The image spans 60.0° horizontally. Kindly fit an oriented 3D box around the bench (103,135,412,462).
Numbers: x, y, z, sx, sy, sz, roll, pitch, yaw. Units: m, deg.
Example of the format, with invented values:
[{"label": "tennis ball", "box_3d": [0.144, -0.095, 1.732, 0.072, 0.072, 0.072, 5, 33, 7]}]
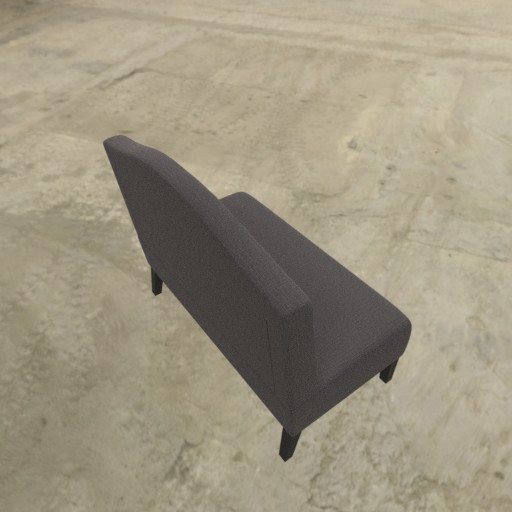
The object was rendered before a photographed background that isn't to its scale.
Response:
[{"label": "bench", "box_3d": [0.000, 0.000, 2.100, 0.815, 1.180, 1.335, -26, 48, -26]}]
